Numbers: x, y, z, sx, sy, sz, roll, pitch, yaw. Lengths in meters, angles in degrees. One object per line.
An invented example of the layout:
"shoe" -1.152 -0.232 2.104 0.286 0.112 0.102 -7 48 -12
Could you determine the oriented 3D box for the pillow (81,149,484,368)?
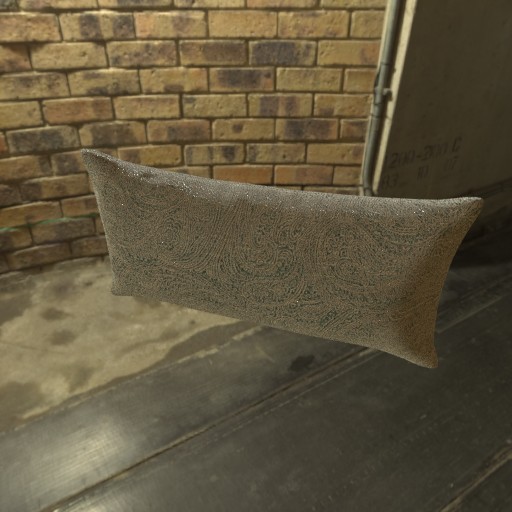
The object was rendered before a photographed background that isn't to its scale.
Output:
"pillow" 0.000 0.000 0.725 0.615 0.295 0.151 10 32 16
